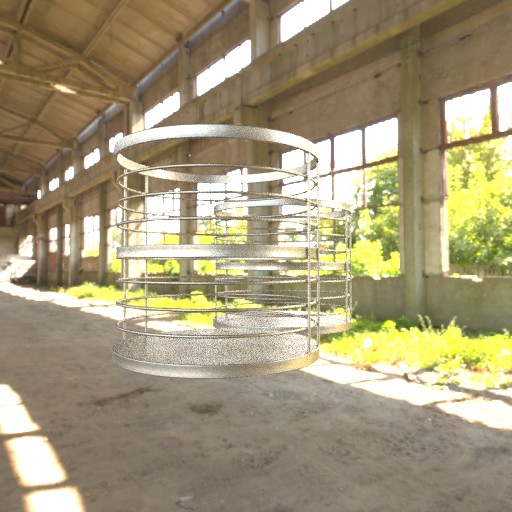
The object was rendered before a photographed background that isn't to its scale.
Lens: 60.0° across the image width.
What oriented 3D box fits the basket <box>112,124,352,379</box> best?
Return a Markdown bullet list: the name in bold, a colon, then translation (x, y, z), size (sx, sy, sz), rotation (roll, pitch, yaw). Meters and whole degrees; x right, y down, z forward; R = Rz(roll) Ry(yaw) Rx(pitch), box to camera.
- **basket**: translation (0.000, 0.000, 0.968), size (0.356, 0.351, 0.746), rotation (0, -1, 20)
